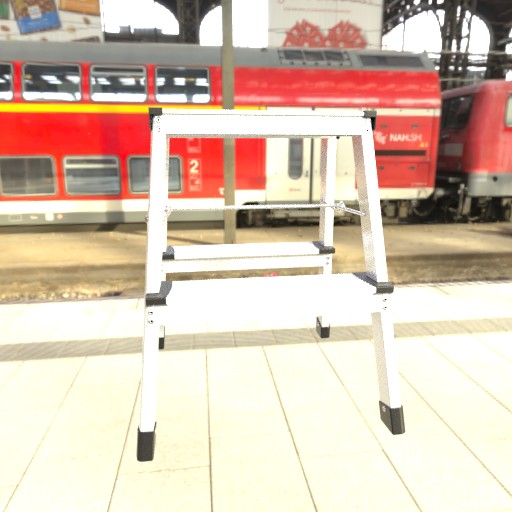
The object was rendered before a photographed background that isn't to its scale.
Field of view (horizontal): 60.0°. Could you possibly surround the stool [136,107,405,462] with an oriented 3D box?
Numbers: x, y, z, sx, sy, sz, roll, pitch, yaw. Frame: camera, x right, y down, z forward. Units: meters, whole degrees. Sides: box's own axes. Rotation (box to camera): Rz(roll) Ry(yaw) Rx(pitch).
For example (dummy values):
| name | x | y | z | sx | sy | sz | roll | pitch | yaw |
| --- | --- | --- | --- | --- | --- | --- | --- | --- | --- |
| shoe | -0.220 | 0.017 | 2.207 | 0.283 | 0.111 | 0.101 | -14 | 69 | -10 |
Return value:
| name | x | y | z | sx | sy | sz | roll | pitch | yaw |
| --- | --- | --- | --- | --- | --- | --- | --- | --- | --- |
| stool | 0.000 | 0.000 | 0.785 | 0.404 | 0.480 | 0.405 | -2 | 14 | -9 |
